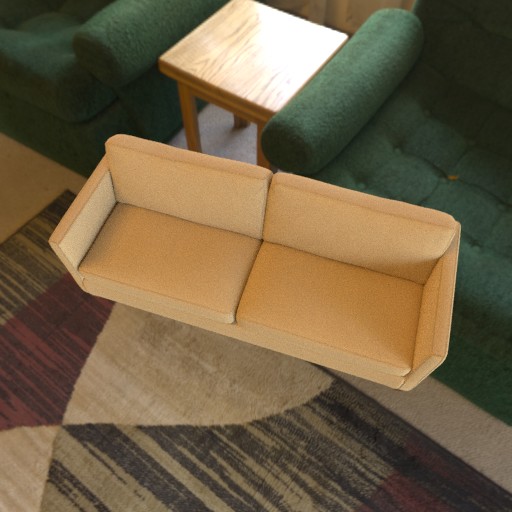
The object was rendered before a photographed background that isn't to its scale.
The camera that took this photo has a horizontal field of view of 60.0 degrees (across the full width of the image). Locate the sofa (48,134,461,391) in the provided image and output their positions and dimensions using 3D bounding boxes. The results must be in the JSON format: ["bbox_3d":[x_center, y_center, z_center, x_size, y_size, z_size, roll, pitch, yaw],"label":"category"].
[{"bbox_3d":[0.000,0.000,2.904,2.361,0.968,0.951,16,60,9],"label":"sofa"}]
